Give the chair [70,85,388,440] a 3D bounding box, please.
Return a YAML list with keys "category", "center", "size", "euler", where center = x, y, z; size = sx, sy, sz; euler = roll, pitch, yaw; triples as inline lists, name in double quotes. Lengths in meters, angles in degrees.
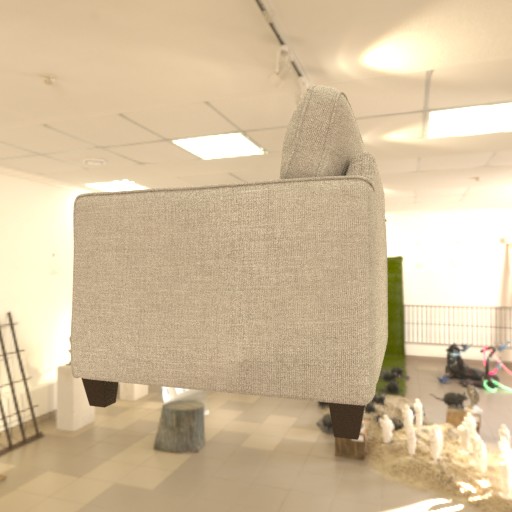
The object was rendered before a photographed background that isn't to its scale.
- category: "chair"
  center: [0.000, 0.000, 1.704]
  size: [0.939, 0.965, 1.015]
  euler: [-1, -2, 19]
